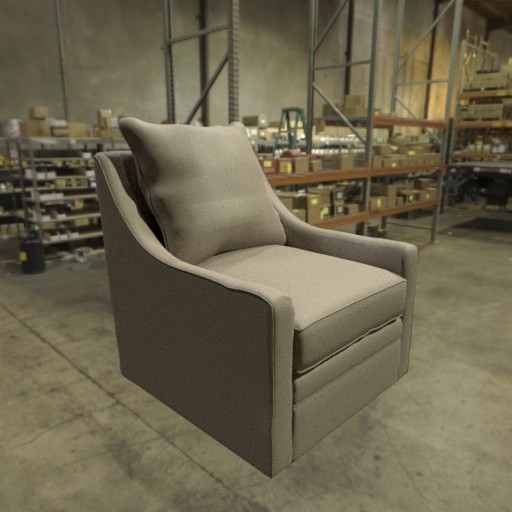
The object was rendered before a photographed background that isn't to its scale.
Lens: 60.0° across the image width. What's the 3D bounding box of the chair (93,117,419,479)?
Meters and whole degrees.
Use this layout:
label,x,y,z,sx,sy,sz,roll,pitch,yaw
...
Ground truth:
label,x,y,z,sx,sy,sz,roll,pitch,yaw
chair,0.000,0.000,1.563,0.876,0.942,0.760,14,20,43
